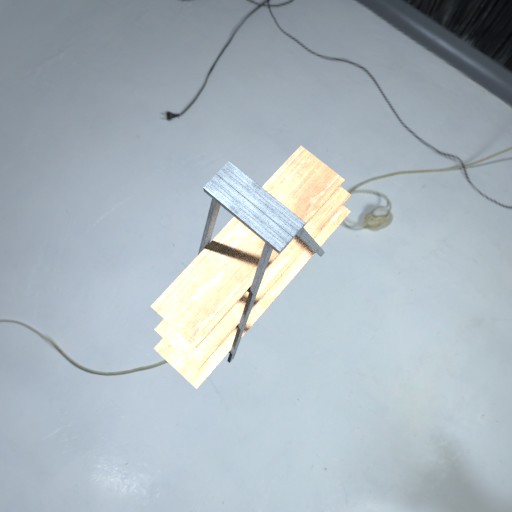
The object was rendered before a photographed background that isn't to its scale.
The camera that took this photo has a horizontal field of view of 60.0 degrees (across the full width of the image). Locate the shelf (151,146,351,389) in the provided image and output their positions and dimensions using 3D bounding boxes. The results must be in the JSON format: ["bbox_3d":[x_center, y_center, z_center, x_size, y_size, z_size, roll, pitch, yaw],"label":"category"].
[{"bbox_3d":[0.000,0.000,2.668,0.508,1.808,1.746,40,79,9],"label":"shelf"}]
